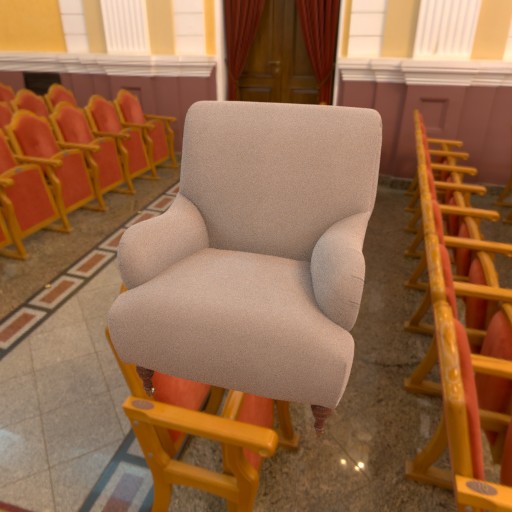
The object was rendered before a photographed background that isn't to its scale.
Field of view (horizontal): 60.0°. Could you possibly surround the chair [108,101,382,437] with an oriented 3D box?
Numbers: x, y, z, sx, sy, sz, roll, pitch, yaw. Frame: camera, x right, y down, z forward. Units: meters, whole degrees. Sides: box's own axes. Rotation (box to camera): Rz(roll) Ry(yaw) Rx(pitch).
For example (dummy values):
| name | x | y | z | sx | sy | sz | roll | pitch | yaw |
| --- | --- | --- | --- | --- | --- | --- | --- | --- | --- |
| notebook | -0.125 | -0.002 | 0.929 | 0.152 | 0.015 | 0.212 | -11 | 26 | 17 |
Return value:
| name | x | y | z | sx | sy | sz | roll | pitch | yaw |
| --- | --- | --- | --- | --- | --- | --- | --- | --- | --- |
| chair | 0.000 | 0.000 | 1.569 | 0.766 | 0.942 | 0.842 | 8 | 29 | 15 |
